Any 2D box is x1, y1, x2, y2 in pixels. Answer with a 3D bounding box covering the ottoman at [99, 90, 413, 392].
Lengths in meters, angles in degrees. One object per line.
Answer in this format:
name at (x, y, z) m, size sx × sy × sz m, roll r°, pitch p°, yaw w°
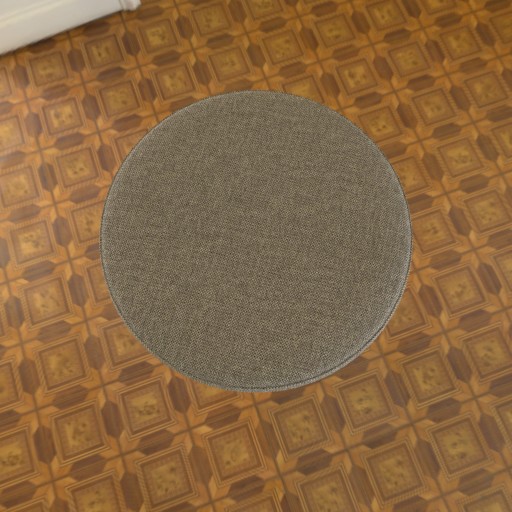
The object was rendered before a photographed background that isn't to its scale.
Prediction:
ottoman at (0.000, 0.000, 0.908) m, size 0.520 × 0.430 × 0.520 m, roll 0°, pitch 76°, yaw 0°
